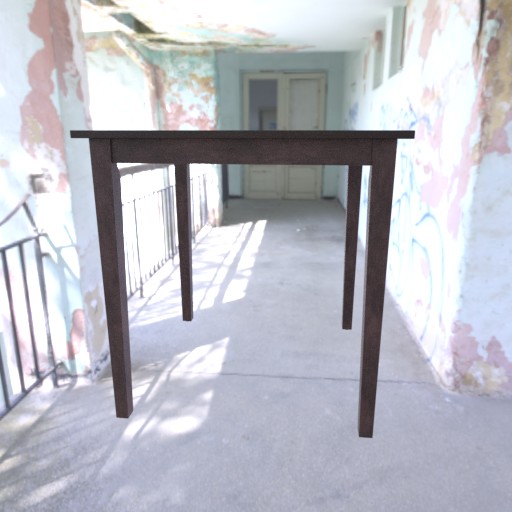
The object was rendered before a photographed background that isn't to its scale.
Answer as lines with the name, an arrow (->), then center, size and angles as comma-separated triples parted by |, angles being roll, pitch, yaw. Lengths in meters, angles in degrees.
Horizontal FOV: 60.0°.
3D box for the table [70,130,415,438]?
table -> 0.000, 0.000, 1.411 | 0.749, 0.770, 0.749 | 2, 16, 7
